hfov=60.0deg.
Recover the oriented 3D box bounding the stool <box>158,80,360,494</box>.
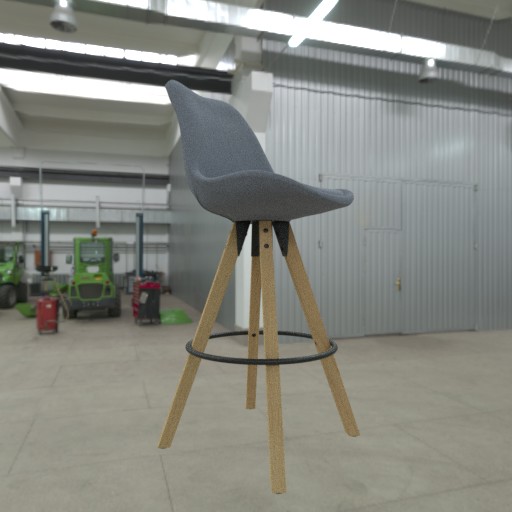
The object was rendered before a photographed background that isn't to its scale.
[{"bbox_3d":[0.000,0.000,1.357,0.550,1.115,0.485,0,0,37],"label":"stool"}]
